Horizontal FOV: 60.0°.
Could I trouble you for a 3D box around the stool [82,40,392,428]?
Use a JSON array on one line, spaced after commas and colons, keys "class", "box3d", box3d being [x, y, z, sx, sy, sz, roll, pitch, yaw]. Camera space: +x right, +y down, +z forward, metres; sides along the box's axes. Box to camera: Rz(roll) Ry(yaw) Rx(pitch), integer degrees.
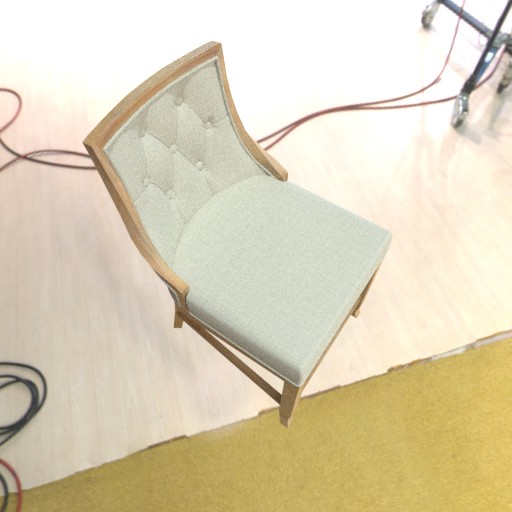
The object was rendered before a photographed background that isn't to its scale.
[{"class": "stool", "box3d": [0.000, 0.000, 1.310, 0.626, 0.938, 0.524, 30, 63, 18]}]
